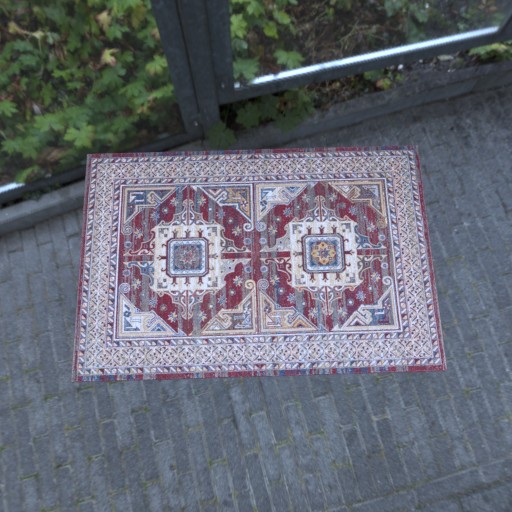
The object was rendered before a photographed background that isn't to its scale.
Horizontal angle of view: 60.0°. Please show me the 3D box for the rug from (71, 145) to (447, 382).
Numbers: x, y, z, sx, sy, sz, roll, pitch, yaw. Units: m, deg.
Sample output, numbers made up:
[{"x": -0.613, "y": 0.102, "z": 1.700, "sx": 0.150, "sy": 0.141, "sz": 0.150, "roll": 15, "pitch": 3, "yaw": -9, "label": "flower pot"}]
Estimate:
[{"x": 0.000, "y": 0.000, "z": 5.769, "sx": 4.578, "sy": 0.033, "sz": 3.033, "roll": -2, "pitch": 76, "yaw": 0, "label": "rug"}]
